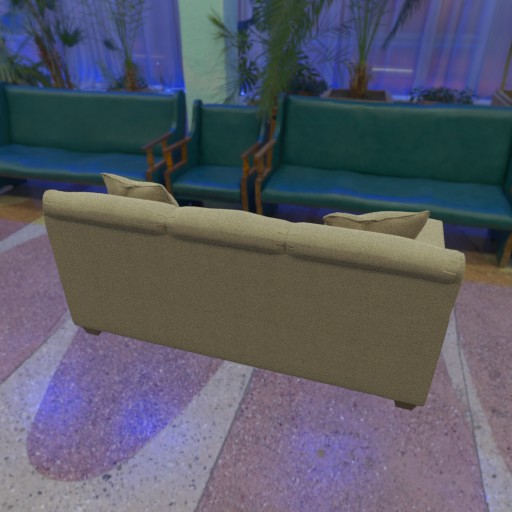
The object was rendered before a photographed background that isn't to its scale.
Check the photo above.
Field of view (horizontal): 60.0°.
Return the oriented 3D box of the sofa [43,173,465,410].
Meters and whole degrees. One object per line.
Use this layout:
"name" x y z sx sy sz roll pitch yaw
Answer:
"sofa" 0.000 0.000 2.578 2.024 0.958 0.997 9 33 15
